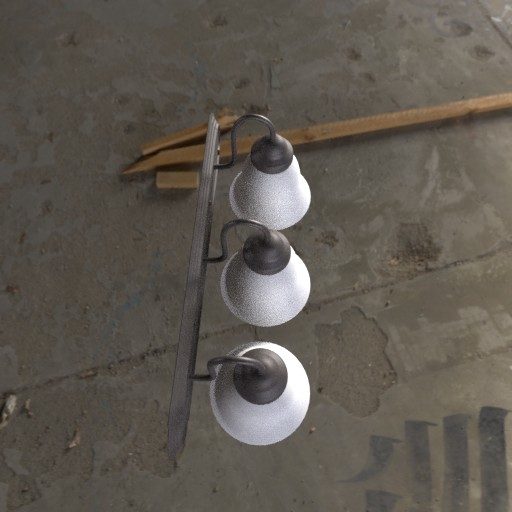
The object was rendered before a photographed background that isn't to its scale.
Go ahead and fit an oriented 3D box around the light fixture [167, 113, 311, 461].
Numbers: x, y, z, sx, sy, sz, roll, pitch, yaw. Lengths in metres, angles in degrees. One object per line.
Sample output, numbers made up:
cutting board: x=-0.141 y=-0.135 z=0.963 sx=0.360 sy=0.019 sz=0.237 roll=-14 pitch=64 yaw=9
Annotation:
light fixture: x=0.000 y=0.000 z=0.713 sx=0.199 sy=0.222 sz=0.610 roll=3 pitch=64 yaw=1
